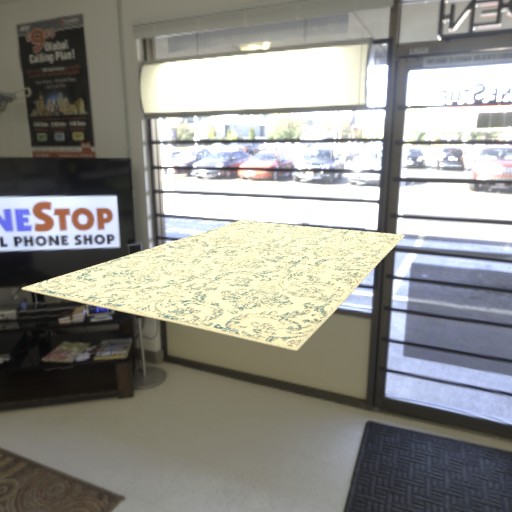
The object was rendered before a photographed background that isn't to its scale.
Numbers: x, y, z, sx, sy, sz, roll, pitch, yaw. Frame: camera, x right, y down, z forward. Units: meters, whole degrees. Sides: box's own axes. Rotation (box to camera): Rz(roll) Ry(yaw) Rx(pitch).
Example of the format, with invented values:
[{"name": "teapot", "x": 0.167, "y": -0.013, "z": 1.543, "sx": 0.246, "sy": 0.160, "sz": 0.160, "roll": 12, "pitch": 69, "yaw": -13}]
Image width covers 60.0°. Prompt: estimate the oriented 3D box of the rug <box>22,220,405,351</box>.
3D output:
[{"name": "rug", "x": 0.000, "y": 0.000, "z": 3.491, "sx": 1.819, "sy": 0.018, "sz": 2.746, "roll": 7, "pitch": 16, "yaw": 26}]
